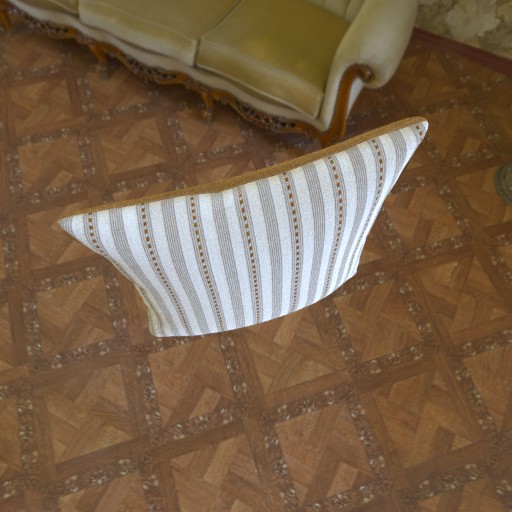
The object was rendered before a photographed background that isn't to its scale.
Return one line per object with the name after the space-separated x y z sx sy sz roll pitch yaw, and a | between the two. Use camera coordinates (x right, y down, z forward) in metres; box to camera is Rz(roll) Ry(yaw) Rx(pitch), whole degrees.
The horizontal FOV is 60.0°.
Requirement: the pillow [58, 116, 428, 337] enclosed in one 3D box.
0.000 0.000 0.680 0.432 0.437 0.147 -17 65 -8 | pillow
